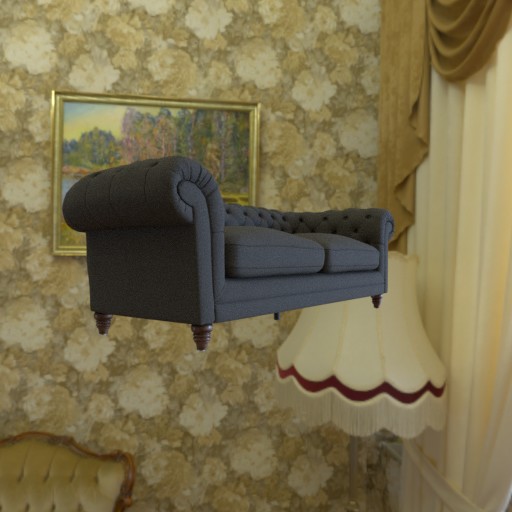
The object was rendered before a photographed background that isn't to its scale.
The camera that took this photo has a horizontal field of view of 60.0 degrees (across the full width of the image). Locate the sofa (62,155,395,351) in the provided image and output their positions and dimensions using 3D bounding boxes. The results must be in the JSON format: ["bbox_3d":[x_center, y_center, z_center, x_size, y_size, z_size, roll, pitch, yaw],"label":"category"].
[{"bbox_3d":[0.000,0.000,2.743,0.991,0.762,2.362,0,-1,36],"label":"sofa"}]
